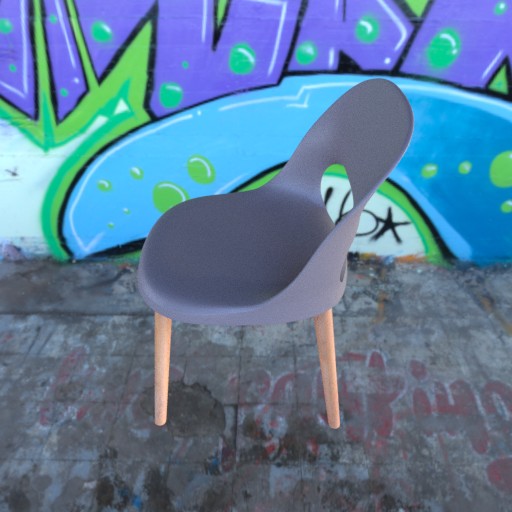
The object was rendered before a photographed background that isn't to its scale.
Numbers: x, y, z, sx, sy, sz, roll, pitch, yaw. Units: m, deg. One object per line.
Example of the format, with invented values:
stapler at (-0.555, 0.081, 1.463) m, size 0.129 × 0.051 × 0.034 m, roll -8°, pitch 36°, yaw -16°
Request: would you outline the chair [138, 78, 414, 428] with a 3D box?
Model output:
chair at (0.000, 0.000, 1.085) m, size 0.556 × 0.795 × 0.470 m, roll 0°, pitch 39°, yaw 0°
